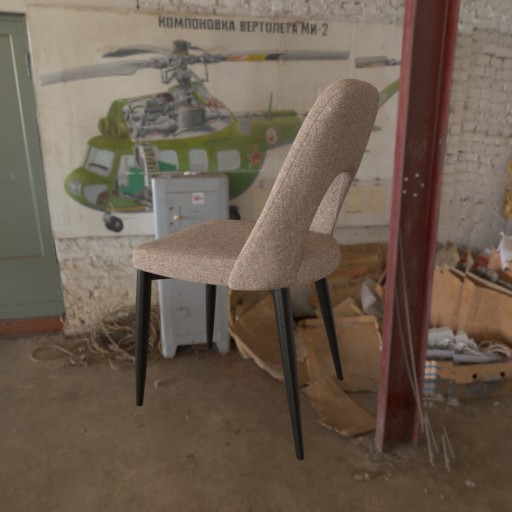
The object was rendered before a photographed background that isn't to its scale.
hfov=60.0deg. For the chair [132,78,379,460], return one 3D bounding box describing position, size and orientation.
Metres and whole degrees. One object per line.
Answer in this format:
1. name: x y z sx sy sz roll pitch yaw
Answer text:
1. chair: 0.000 0.000 1.291 0.612 0.931 0.470 8 18 24
